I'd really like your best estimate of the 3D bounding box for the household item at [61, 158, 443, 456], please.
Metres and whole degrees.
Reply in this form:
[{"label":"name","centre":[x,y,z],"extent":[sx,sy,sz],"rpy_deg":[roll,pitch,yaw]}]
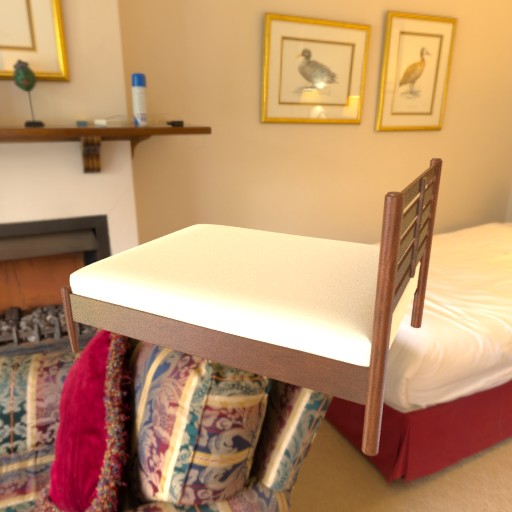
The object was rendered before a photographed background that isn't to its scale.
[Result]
[{"label":"household item","centre":[0.000,0.000,3.239],"extent":[2.232,1.356,1.663],"rpy_deg":[9,20,26]}]
